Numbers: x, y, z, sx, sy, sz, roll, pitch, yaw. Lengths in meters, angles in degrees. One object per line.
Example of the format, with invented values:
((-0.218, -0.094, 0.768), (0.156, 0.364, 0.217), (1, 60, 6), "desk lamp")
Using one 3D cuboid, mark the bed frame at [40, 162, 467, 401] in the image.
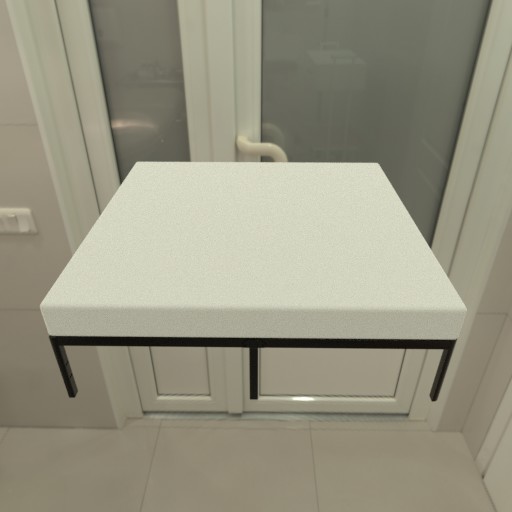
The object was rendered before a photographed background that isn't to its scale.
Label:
((0.000, 0.000, 3.111), (2.079, 0.659, 1.963), (0, 32, 1), "bed frame")
